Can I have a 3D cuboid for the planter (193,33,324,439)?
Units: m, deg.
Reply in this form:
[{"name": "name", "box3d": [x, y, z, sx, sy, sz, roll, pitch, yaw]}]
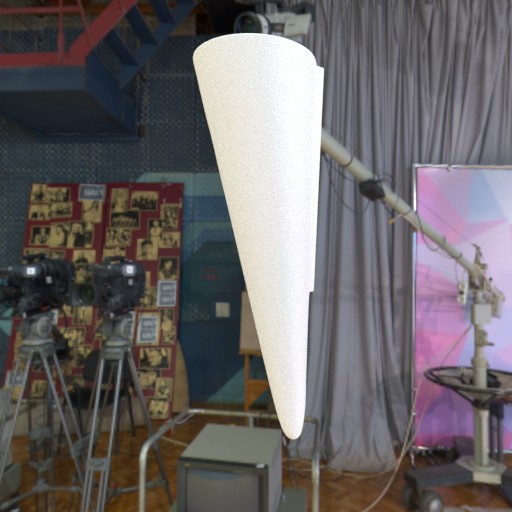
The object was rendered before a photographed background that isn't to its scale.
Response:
[{"name": "planter", "box3d": [0.000, 0.000, 0.221, 0.064, 0.193, 0.057, 0, -1, -36]}]
